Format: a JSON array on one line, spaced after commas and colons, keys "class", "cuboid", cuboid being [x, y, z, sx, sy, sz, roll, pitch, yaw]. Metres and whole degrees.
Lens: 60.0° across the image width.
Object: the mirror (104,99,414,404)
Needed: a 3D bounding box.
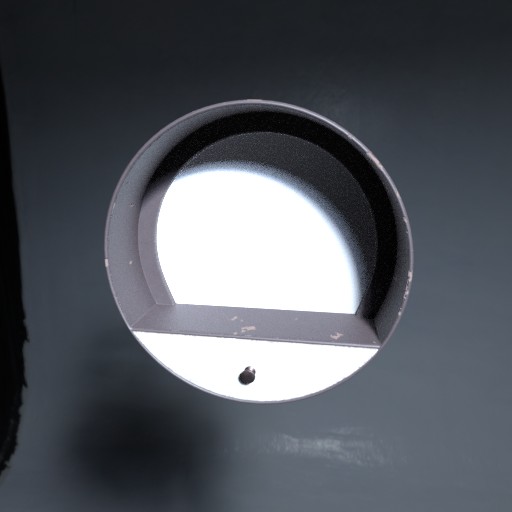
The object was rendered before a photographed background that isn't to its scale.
[{"class": "mirror", "cuboid": [0.000, 0.000, 0.589, 0.386, 0.386, 0.126, 2, 14, 9]}]
